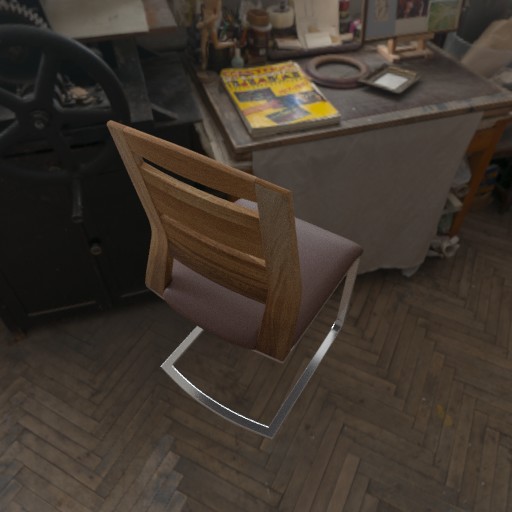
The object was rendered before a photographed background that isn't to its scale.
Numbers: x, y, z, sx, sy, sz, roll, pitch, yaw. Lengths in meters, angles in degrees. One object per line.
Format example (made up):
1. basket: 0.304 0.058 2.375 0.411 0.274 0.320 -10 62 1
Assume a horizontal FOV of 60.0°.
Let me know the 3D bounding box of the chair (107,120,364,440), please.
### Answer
1. chair: 0.000 0.000 1.269 0.460 0.970 0.570 25 51 22
